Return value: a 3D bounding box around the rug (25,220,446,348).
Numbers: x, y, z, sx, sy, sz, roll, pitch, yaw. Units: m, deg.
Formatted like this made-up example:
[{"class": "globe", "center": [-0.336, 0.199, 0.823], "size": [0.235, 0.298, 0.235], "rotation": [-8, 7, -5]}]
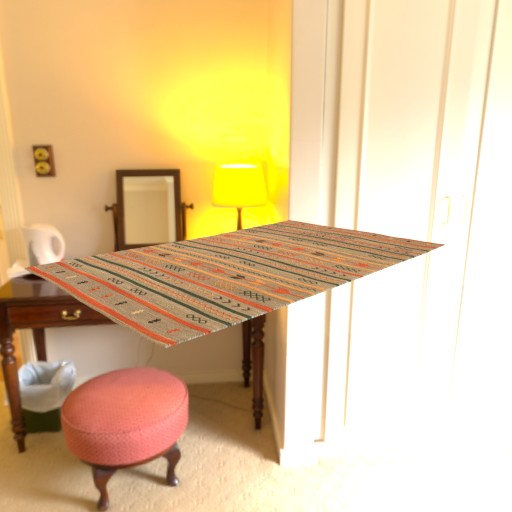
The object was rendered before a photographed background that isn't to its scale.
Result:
[{"class": "rug", "center": [0.000, 0.000, 2.982], "size": [2.439, 0.029, 1.537], "rotation": [-14, 19, -43]}]
